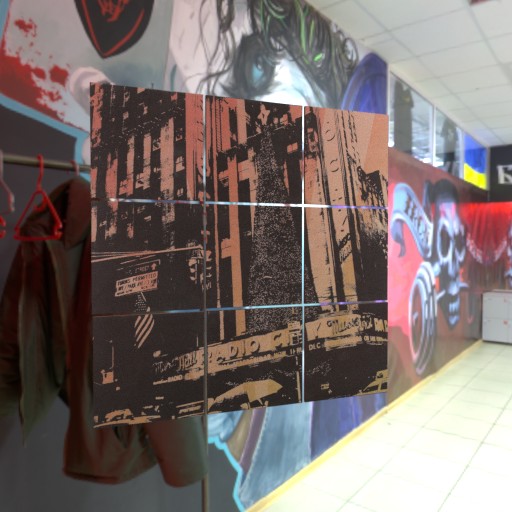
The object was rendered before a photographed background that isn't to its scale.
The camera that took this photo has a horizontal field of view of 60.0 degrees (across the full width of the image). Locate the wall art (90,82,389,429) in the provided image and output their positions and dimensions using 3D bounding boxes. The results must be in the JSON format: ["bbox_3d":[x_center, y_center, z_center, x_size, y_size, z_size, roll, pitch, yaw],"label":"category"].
[{"bbox_3d":[0.000,0.000,2.194,1.527,1.521,0.017,-1,2,-19],"label":"wall art"}]
